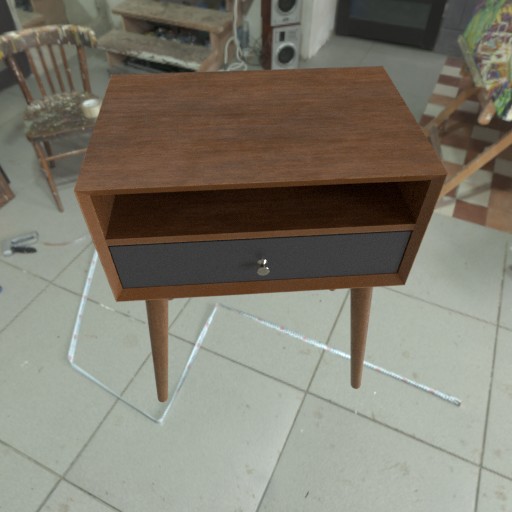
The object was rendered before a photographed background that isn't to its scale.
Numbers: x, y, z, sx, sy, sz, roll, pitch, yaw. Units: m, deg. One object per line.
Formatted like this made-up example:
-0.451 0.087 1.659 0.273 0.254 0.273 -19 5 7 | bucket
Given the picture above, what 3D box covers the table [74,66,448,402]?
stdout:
0.000 0.000 0.847 0.454 0.580 0.307 -3 47 -3 | table
